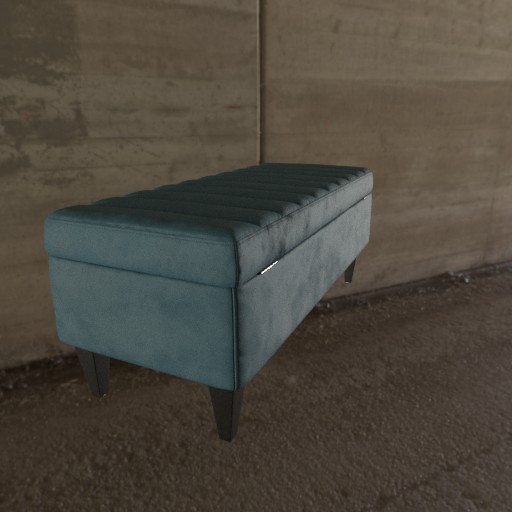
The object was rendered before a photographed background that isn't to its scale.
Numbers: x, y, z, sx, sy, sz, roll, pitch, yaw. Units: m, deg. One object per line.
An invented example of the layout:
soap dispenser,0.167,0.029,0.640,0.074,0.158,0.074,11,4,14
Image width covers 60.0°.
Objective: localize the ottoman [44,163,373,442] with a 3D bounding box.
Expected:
ottoman,0.000,0.000,1.386,0.482,0.469,1.151,8,19,24
